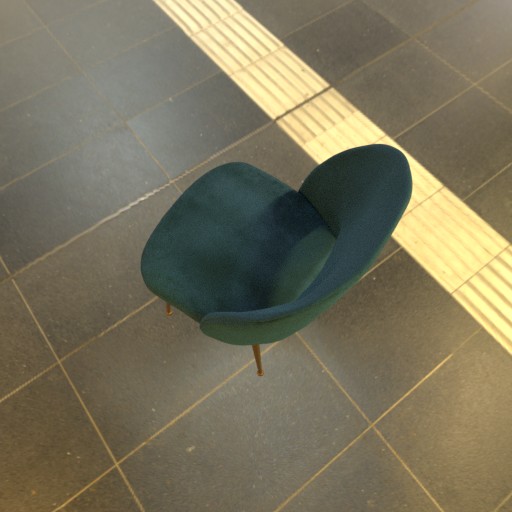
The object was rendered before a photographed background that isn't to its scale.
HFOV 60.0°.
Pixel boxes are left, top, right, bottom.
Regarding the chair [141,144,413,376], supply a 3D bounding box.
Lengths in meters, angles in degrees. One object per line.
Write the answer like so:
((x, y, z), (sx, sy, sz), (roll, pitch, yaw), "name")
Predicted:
((0.000, 0.000, 1.233), (0.577, 0.860, 0.527), (31, 68, 14), "chair")
